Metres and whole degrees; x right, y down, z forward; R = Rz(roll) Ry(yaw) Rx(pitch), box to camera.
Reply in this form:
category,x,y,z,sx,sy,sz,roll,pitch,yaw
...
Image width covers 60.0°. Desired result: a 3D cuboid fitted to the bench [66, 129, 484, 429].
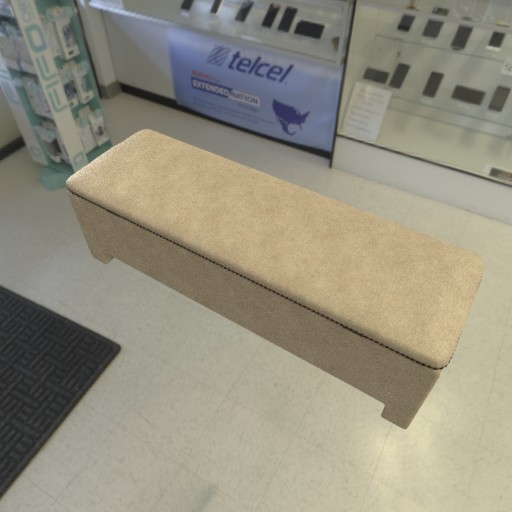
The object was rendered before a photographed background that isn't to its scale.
category,x,y,z,sx,sy,sz,roll,pitch,yaw
bench,0.000,0.000,1.703,1.482,0.447,0.470,25,52,21
